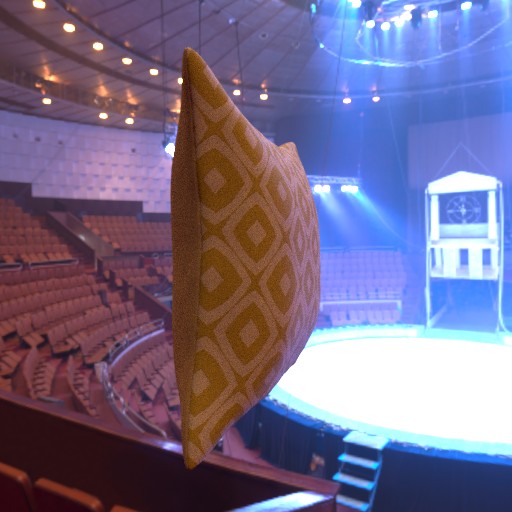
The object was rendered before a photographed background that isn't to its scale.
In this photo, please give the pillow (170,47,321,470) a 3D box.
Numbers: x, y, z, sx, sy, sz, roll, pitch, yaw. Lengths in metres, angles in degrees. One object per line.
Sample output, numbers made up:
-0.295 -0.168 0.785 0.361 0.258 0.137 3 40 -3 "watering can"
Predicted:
0.000 0.000 0.751 0.188 0.494 0.504 0 1 19 "pillow"
